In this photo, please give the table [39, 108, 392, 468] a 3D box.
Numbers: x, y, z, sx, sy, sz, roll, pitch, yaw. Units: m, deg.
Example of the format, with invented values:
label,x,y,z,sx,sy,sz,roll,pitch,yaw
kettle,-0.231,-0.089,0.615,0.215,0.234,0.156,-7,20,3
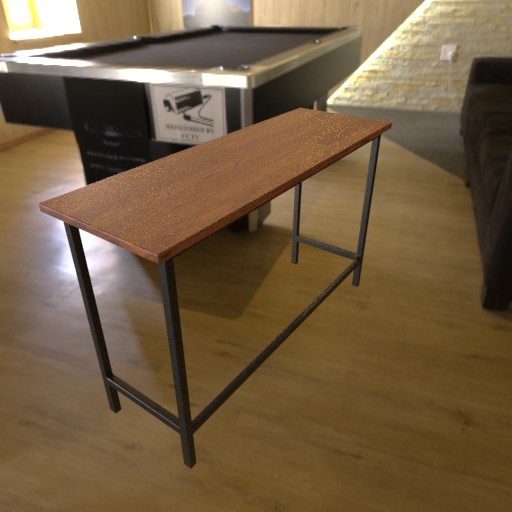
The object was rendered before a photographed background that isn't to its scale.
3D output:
label,x,y,z,sx,sy,sz,roll,pitch,yaw
table,0.000,0.000,1.558,0.408,0.740,1.204,21,37,30
